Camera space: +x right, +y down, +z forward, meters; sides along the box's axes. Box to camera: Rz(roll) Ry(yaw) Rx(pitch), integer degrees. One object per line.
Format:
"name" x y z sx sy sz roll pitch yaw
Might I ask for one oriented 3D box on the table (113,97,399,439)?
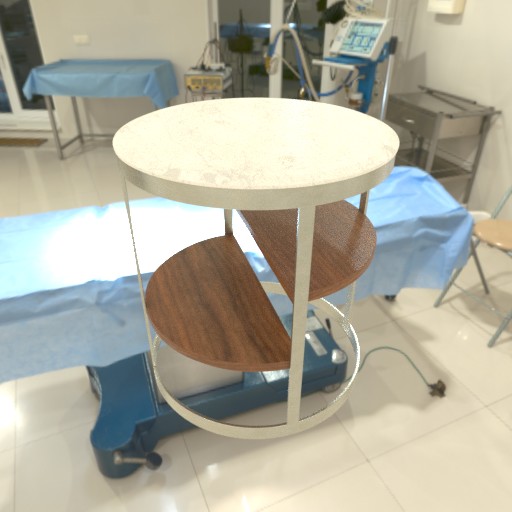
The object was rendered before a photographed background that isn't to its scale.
"table" 0.000 0.000 0.767 0.407 0.447 0.407 0 32 0
